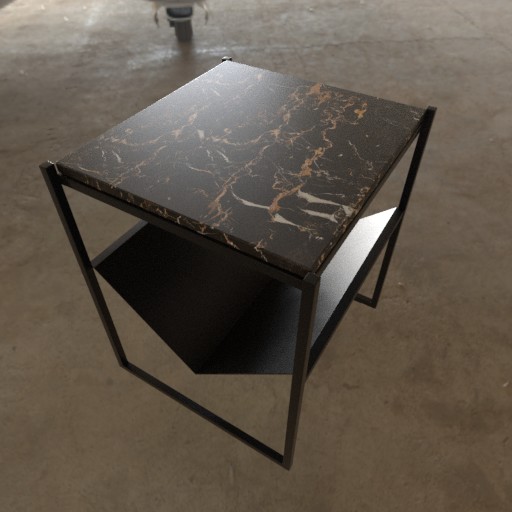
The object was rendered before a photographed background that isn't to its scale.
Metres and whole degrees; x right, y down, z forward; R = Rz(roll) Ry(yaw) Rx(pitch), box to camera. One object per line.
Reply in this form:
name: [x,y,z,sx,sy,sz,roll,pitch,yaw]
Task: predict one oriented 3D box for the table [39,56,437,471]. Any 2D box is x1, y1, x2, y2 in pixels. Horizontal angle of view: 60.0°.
table: [0.000,0.000,0.873,0.432,0.534,0.469,23,49,22]
